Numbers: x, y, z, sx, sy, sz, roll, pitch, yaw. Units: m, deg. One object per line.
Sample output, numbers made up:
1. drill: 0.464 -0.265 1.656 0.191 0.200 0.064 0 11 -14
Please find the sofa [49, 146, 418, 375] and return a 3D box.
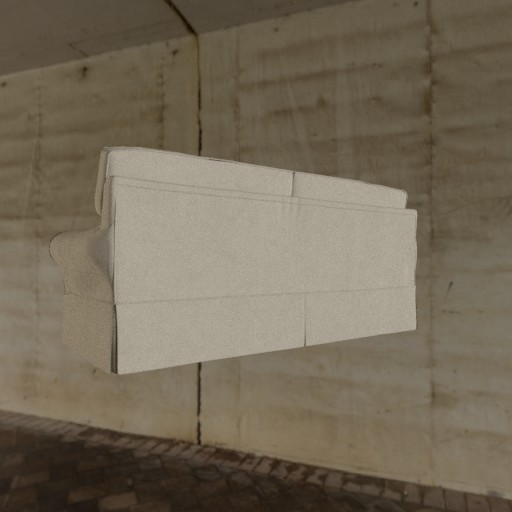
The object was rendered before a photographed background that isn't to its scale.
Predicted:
1. sofa: 0.000 0.000 2.783 2.246 1.014 0.900 0 -1 -36
